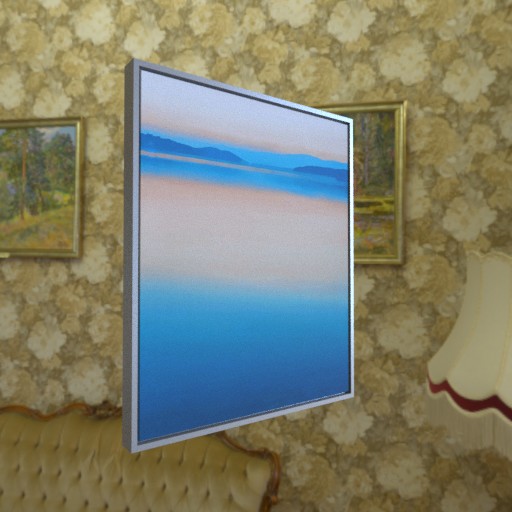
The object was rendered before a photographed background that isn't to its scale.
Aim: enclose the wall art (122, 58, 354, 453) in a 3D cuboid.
[{"bbox_3d":[0.000,0.000,0.767,0.453,0.554,0.037,1,-1,-36],"label":"wall art"}]
